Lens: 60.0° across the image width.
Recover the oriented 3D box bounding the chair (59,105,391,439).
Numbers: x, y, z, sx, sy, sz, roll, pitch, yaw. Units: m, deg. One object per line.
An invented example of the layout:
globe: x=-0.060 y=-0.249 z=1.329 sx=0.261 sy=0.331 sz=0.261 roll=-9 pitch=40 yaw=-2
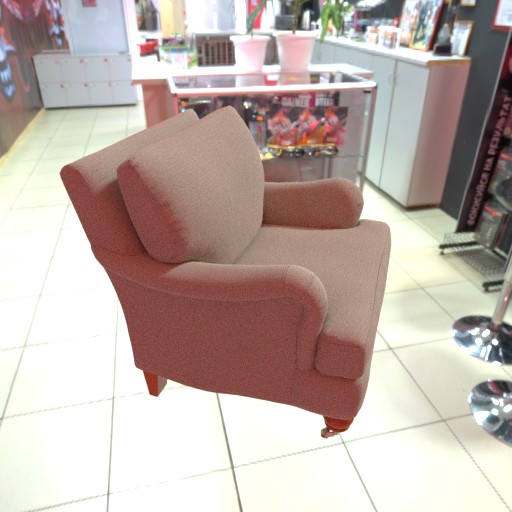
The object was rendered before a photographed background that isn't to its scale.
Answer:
chair: x=0.000 y=0.000 z=1.862 sx=1.070 sy=1.038 sz=0.955 roll=10 pitch=32 yaw=17
